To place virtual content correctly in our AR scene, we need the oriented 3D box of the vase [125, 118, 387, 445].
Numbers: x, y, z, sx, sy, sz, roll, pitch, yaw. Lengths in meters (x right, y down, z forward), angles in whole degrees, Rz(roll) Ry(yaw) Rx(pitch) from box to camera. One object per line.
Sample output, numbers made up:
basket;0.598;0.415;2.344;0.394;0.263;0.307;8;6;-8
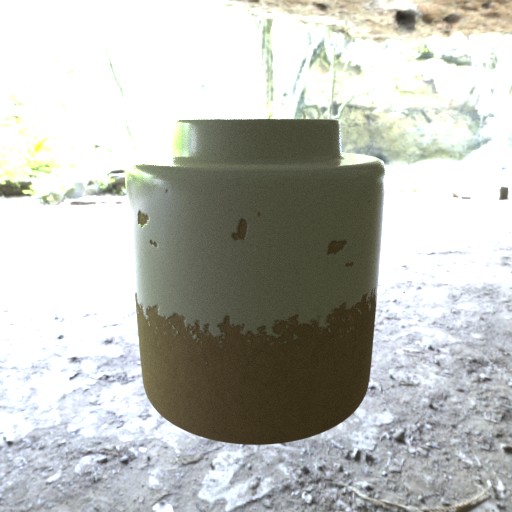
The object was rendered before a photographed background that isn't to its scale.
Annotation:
vase;0.000;0.000;0.283;0.153;0.167;0.153;0;17;0
